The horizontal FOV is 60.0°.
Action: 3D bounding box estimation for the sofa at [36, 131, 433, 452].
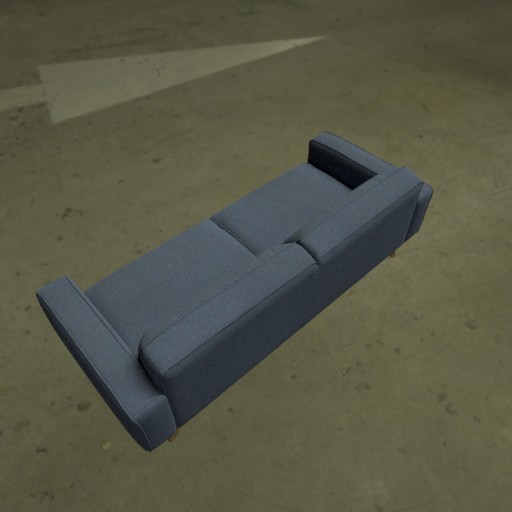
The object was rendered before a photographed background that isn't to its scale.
[{"bbox_3d":[0.000,0.000,2.681,2.270,0.782,0.953,-34,56,-27],"label":"sofa"}]
